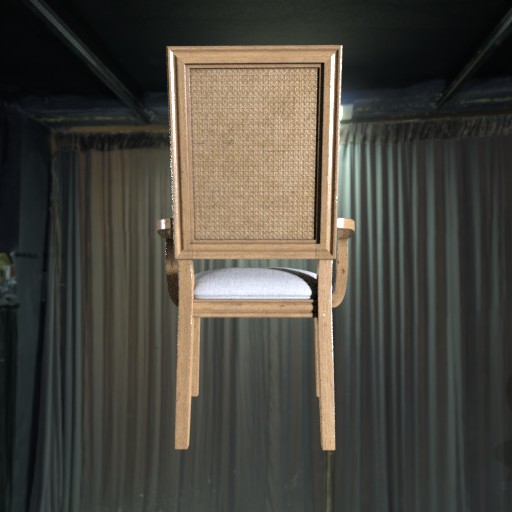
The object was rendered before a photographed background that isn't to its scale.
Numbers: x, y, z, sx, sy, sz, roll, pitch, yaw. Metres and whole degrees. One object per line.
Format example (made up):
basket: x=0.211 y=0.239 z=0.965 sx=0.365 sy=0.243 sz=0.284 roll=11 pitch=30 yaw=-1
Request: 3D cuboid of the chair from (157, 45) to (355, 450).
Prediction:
chair: x=0.000 y=0.000 z=1.335 sx=0.606 sy=0.990 sz=0.602 roll=0 pitch=-2 yaw=1
